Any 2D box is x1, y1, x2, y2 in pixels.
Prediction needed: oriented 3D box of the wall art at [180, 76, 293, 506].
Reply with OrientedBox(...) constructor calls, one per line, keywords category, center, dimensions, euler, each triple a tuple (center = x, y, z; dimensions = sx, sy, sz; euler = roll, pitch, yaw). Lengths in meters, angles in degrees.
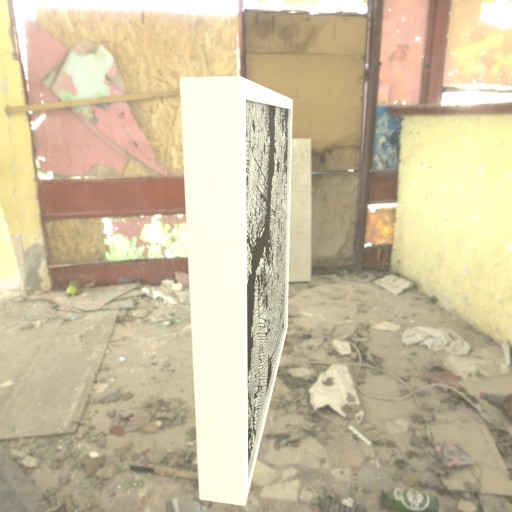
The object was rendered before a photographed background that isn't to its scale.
OrientedBox(category="wall art", center=(0.000, 0.000, 0.440), dimensions=(0.037, 0.305, 0.305), euler=(3, 17, 9))
